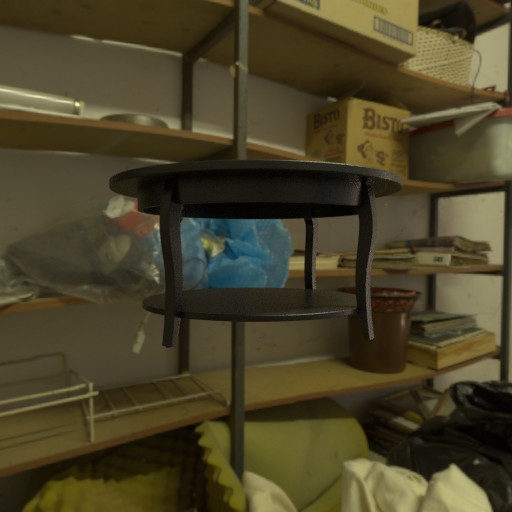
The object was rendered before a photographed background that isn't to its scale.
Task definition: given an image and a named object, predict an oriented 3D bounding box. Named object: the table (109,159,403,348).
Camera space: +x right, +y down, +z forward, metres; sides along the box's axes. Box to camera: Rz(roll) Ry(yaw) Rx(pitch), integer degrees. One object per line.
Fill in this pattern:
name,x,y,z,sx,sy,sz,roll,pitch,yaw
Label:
table,0.000,0.000,1.457,0.914,0.457,0.914,0,1,0
